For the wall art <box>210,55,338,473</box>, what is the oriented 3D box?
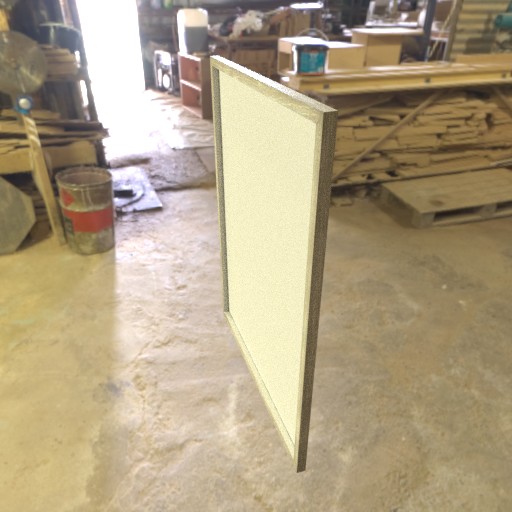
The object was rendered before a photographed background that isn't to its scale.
[{"bbox_3d":[0.000,0.000,1.338,0.035,1.022,0.781,-10,33,-17],"label":"wall art"}]
